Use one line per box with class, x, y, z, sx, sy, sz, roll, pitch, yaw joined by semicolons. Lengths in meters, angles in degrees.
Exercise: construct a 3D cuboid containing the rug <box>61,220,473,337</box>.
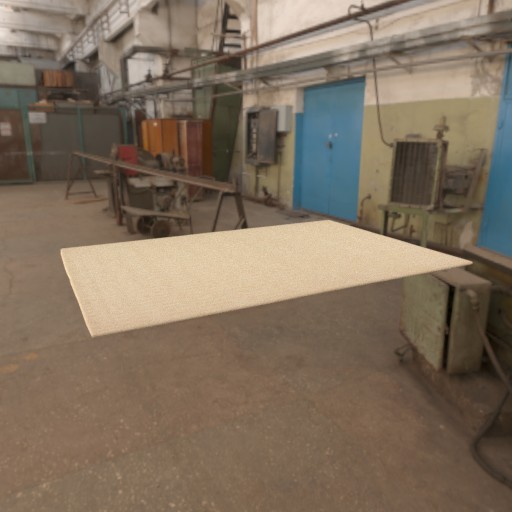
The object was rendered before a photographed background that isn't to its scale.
rug;0.000;0.000;2.360;1.848;0.014;1.238;-8;18;-26
